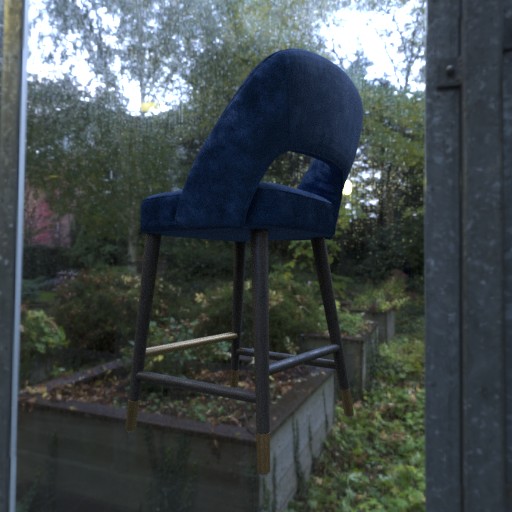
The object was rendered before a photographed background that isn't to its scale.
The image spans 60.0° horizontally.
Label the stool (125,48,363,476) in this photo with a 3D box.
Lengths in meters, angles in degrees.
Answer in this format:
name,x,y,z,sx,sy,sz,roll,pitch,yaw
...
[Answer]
name,x,y,z,sx,sy,sz,roll,pitch,yaw
stool,0.000,0.000,1.217,0.524,0.925,0.536,-1,-2,35
